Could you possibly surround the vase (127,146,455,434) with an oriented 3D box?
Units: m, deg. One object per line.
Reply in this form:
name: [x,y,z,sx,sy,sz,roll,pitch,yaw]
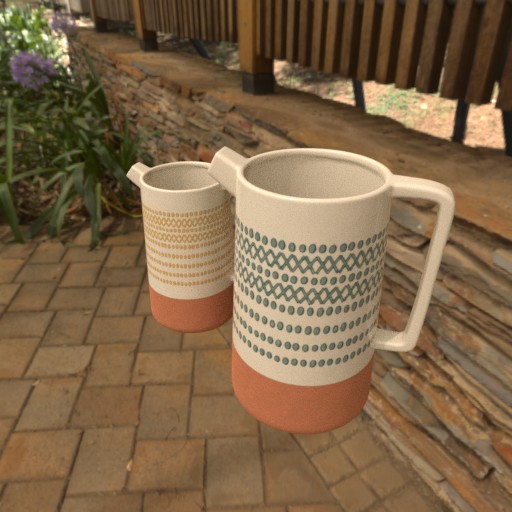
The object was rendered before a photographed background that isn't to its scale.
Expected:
vase: [0.000,0.000,0.462,0.168,0.247,0.326,-18,35,-28]
